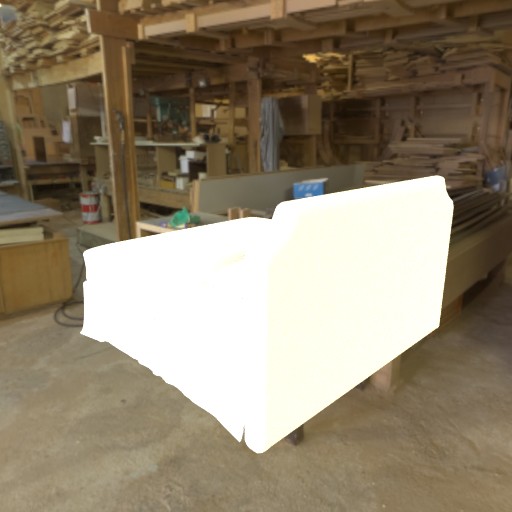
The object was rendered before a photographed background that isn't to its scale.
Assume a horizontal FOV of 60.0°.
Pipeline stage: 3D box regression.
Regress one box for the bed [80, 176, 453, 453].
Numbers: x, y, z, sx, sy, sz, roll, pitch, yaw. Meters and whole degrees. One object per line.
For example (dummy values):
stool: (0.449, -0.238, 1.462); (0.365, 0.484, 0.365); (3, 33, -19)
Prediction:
bed: (0.000, 0.000, 3.550); (2.204, 1.301, 2.160); (16, 22, 43)
